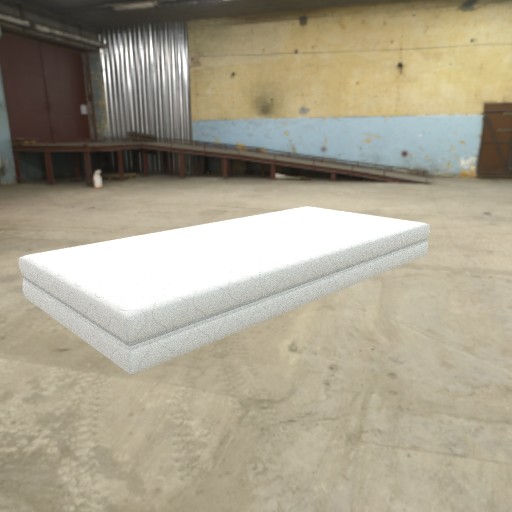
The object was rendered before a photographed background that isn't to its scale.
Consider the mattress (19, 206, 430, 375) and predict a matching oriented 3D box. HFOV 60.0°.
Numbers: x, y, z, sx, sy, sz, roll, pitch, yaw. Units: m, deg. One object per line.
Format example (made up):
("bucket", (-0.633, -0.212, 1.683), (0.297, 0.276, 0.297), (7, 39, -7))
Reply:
("mattress", (0.000, 0.000, 2.199), (1.900, 0.200, 0.900), (-15, 21, -43))
